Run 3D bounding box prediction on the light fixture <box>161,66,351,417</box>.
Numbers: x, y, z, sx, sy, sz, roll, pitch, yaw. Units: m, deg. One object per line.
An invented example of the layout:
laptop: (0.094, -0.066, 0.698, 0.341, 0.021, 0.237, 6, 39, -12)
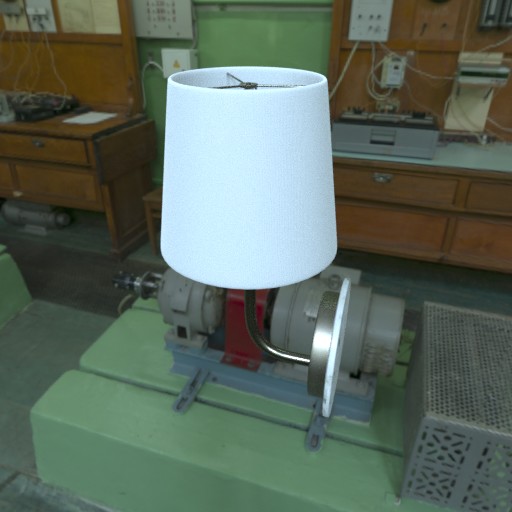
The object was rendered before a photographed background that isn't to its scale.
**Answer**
light fixture: (0.000, 0.000, 0.446, 0.188, 0.337, 0.168, 9, 31, 14)
